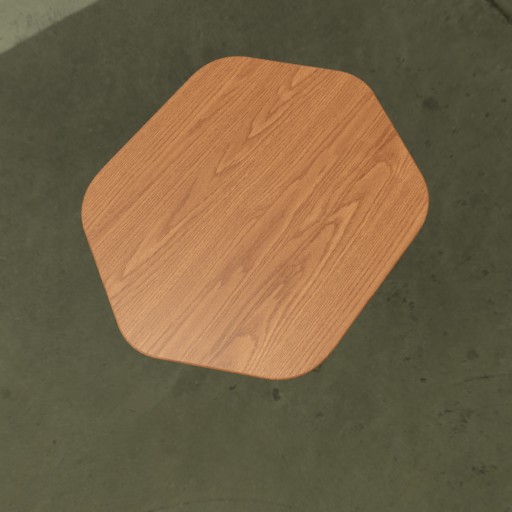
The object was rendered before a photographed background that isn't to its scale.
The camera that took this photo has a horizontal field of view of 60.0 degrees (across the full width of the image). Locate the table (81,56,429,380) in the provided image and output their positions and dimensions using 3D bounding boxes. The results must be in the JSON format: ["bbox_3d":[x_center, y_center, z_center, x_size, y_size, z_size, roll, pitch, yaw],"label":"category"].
[{"bbox_3d":[0.000,0.000,0.877,0.400,0.562,0.500,37,78,10],"label":"table"}]
